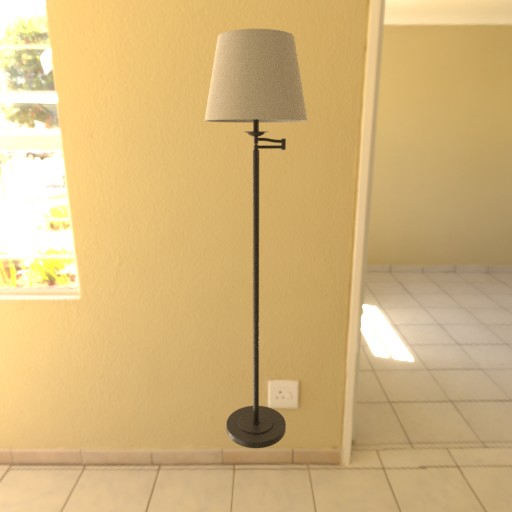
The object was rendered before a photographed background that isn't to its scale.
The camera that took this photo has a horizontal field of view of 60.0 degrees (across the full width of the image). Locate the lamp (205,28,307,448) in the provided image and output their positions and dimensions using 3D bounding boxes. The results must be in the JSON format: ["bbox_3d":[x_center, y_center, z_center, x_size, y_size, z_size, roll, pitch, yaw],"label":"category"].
[{"bbox_3d":[0.000,0.000,1.634,0.348,1.473,0.348,-3,15,-9],"label":"lamp"}]
